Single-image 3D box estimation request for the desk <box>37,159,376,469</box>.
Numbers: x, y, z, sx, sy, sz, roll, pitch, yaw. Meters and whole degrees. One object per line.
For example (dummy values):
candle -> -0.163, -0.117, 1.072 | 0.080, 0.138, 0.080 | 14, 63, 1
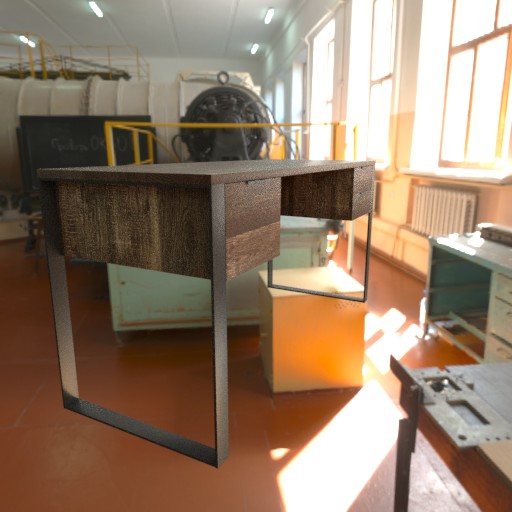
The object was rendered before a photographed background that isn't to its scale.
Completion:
desk -> 0.000, 0.000, 1.865 | 0.599, 0.762, 1.524 | 7, 15, 27
